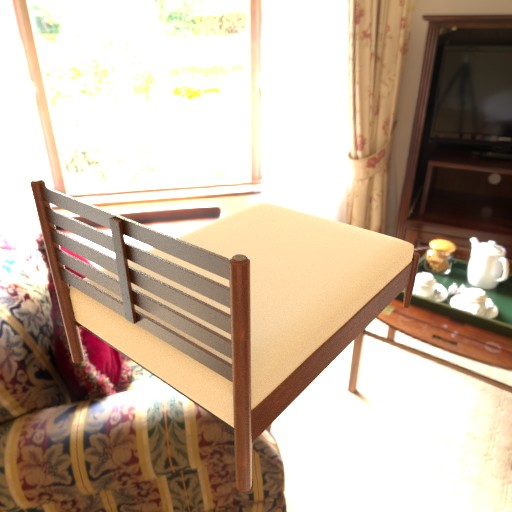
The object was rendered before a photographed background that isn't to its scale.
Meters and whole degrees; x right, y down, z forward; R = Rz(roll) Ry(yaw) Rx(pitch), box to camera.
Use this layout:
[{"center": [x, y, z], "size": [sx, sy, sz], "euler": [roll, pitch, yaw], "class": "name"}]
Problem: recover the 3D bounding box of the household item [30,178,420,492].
[{"center": [0.000, 0.000, 3.219], "size": [1.663, 1.356, 2.232], "euler": [20, 34, 34], "class": "household item"}]
